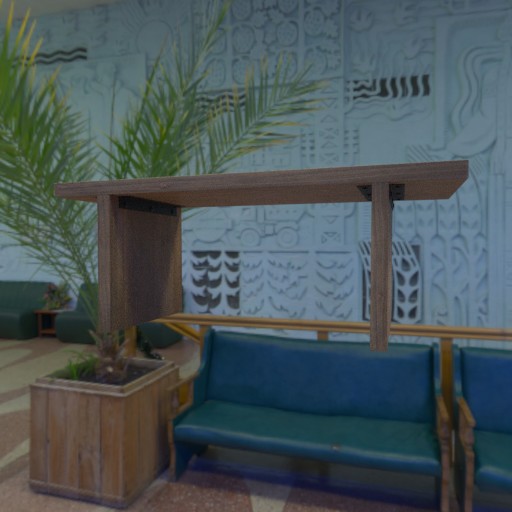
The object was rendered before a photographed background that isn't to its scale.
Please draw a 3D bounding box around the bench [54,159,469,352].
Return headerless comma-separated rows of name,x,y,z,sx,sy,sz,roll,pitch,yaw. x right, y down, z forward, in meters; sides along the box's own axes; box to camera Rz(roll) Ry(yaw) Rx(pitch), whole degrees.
bench,0.000,0.000,1.428,1.183,0.458,0.458,0,1,18
